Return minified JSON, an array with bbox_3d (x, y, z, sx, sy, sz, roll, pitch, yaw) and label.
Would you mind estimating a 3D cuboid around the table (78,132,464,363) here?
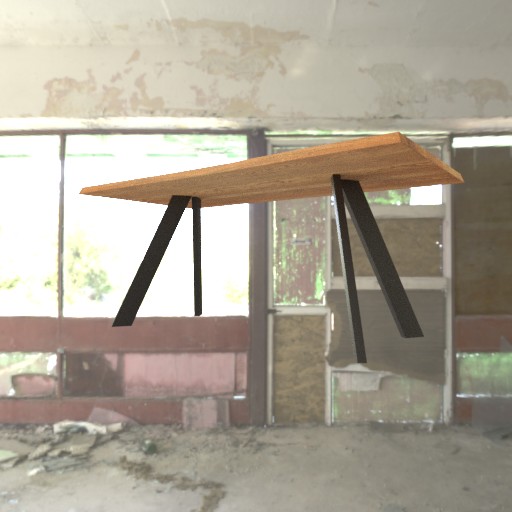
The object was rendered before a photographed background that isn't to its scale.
[{"bbox_3d":[0.000,0.000,2.278,1.800,0.770,0.900,-1,-1,37],"label":"table"}]
